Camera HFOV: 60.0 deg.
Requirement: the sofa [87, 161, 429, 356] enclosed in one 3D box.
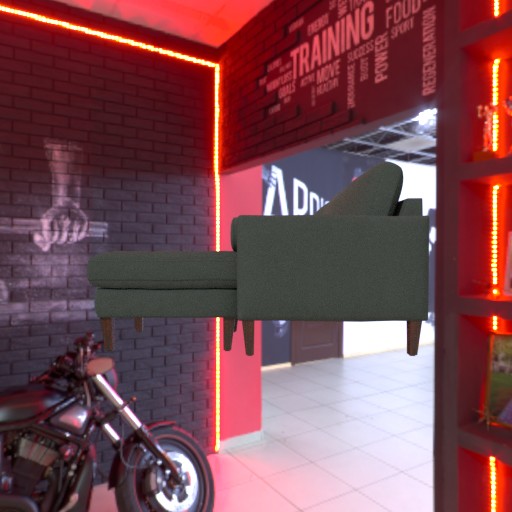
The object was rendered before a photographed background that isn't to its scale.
[{"bbox_3d":[0.000,0.000,2.978,1.506,0.876,2.178,0,0,0],"label":"sofa"}]
